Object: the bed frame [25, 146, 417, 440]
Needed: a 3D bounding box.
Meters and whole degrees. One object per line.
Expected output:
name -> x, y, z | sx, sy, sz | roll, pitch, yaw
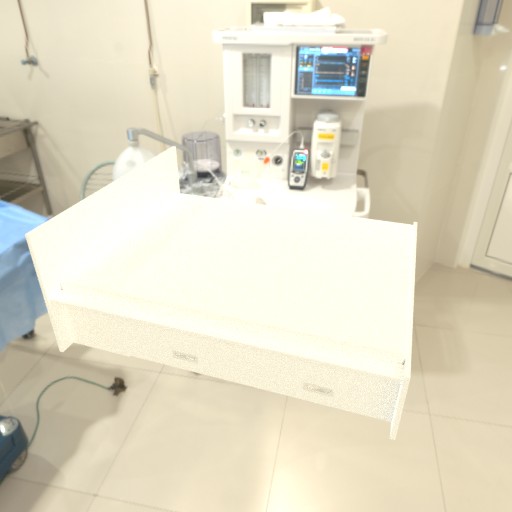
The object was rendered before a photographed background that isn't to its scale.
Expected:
bed frame -> 0.000, 0.000, 2.872 | 1.960, 0.800, 1.622 | 10, 32, 16
